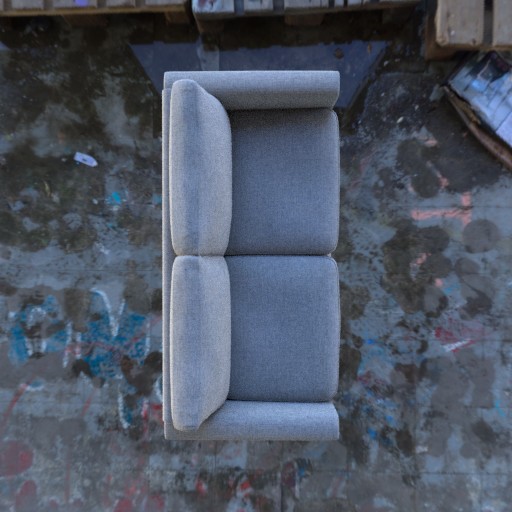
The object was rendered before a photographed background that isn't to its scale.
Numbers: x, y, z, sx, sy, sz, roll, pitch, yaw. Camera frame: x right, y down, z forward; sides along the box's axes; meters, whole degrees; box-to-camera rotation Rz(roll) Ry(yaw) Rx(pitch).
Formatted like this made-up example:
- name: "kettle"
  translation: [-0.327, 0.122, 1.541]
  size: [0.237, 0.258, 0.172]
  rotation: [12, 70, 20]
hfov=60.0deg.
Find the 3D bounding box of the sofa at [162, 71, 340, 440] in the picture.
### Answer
- name: "sofa"
  translation: [0.000, 0.000, 2.514]
  size: [0.969, 0.892, 1.978]
  rotation: [0, 90, 0]
